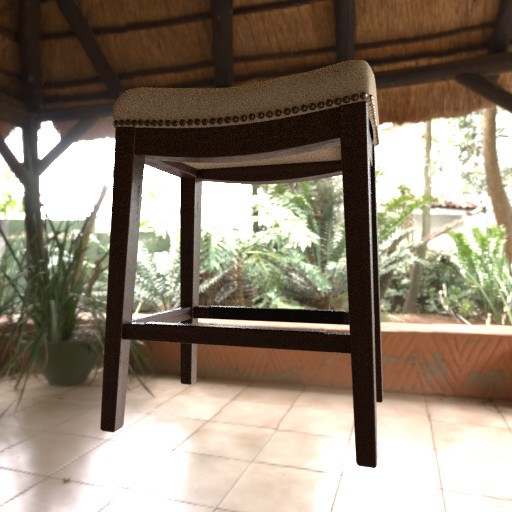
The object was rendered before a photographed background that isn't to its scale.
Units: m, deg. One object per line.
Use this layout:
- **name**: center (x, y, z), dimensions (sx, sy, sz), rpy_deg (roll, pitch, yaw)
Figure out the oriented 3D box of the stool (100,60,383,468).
- **stool**: center (0.000, 0.000, 0.941), dimensions (0.509, 0.669, 0.363), rpy_deg (0, 0, 17)
